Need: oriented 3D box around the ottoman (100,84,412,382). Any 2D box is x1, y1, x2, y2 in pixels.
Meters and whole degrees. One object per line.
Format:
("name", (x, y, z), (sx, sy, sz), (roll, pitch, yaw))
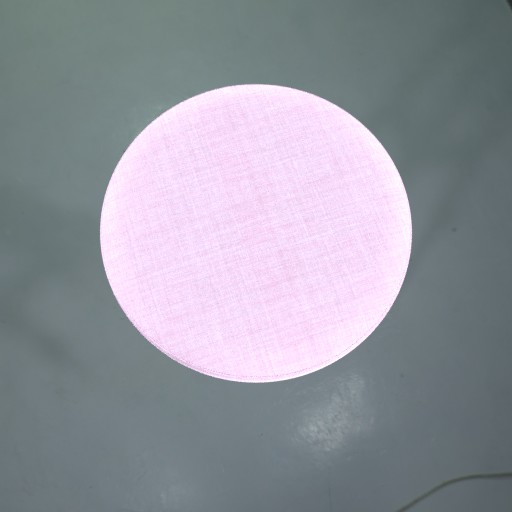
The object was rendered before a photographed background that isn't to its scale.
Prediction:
("ottoman", (0.000, 0.000, 0.740), (0.400, 0.406, 0.400), (0, 75, 0))
